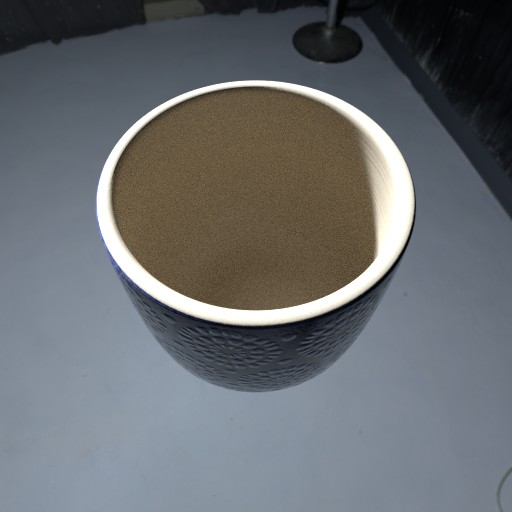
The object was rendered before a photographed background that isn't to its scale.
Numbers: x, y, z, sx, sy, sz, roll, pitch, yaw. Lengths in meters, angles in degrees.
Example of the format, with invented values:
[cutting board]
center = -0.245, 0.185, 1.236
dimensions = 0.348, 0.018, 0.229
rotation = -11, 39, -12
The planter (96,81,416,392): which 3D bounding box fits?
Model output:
[planter]
center = 0.000, 0.000, 0.291
dimensions = 0.165, 0.149, 0.165
rotation = 0, 58, 0
